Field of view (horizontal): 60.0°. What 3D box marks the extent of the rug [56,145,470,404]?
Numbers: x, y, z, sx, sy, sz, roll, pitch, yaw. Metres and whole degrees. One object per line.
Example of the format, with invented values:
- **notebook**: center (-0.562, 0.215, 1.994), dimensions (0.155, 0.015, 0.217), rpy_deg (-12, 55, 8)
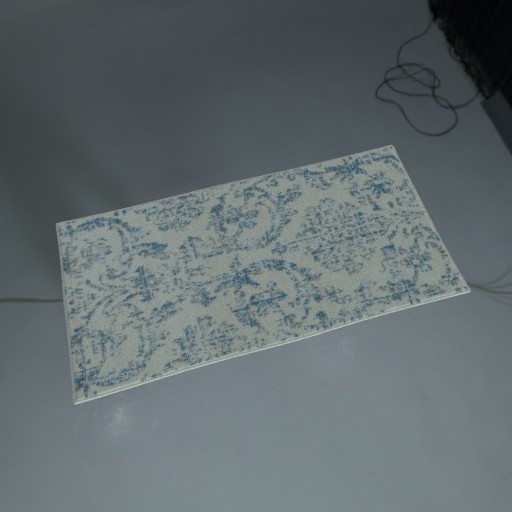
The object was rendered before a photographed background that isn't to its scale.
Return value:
- **rug**: center (0.000, 0.000, 1.427), dimensions (1.220, 0.007, 0.605), rpy_deg (-14, 64, -7)
